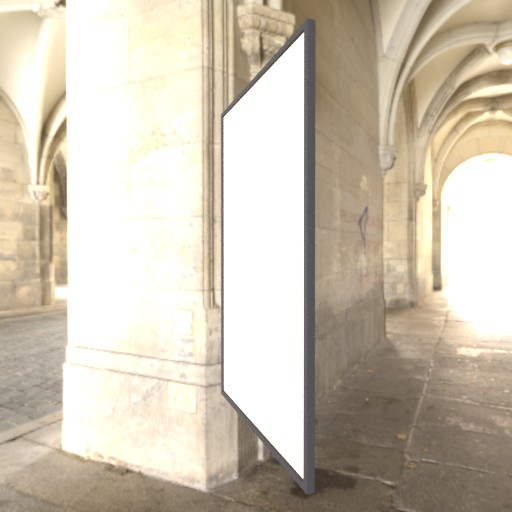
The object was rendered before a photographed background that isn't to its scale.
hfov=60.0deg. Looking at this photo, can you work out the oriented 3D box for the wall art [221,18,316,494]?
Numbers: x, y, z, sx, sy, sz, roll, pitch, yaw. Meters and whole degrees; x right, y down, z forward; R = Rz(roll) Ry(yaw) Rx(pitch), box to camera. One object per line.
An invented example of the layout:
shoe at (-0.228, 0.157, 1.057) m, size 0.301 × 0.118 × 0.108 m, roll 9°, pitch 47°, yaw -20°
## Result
wall art at (0.000, 0.000, 0.829) m, size 0.013 × 0.657 × 0.457 m, roll 0°, pitch 1°, yaw -20°
